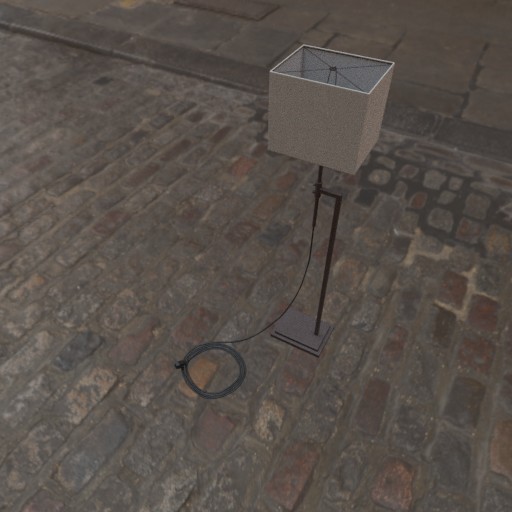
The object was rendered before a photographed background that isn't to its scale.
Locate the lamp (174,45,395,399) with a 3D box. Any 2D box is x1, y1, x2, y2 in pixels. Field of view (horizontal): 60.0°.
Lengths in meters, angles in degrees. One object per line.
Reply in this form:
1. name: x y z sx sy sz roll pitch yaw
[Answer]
1. lamp: 0.000 0.000 2.017 0.698 1.600 0.774 21 49 20
